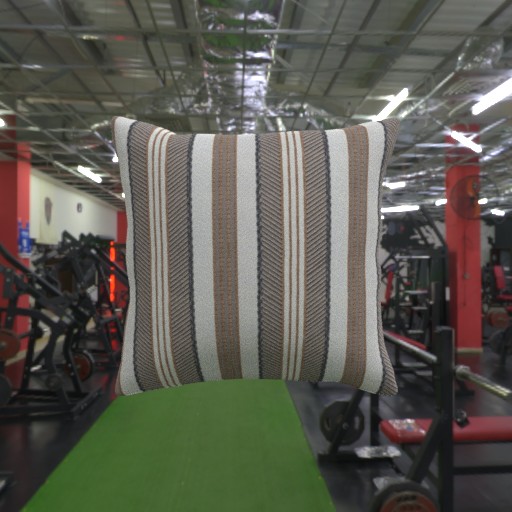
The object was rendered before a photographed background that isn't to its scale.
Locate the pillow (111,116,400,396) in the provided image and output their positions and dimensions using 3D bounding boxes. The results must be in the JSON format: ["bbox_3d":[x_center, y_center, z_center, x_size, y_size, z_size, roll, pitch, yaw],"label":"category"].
[{"bbox_3d":[0.000,0.000,0.636,0.416,0.401,0.173,0,0,0],"label":"pillow"}]
